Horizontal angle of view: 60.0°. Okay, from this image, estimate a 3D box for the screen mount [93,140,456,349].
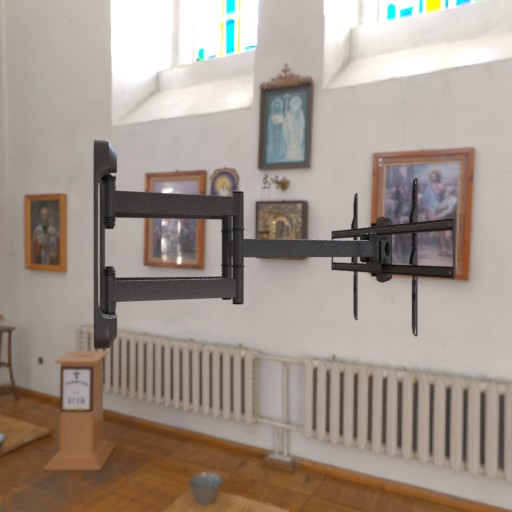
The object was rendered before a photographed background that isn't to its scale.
[{"bbox_3d":[0.000,0.000,1.359,0.905,0.483,0.725,0,0,-18],"label":"screen mount"}]
